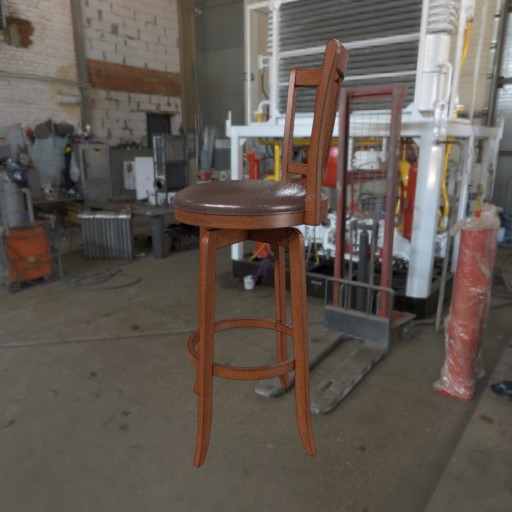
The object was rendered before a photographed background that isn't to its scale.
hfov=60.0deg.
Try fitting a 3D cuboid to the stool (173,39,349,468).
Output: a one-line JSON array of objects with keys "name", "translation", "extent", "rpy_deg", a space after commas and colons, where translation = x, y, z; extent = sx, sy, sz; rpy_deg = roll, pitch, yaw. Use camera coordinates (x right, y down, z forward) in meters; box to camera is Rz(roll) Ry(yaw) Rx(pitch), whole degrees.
[{"name": "stool", "translation": [0.000, 0.000, 1.401], "extent": [0.503, 1.177, 0.464], "rpy_deg": [-2, 15, -7]}]
